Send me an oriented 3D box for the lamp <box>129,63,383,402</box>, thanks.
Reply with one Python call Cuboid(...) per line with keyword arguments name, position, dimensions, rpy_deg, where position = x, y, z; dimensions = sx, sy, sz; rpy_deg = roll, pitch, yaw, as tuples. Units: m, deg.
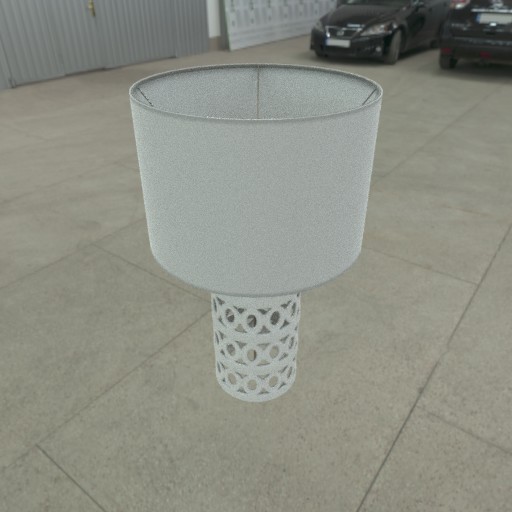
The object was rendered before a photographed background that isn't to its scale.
Cuboid(name="lamp", position=(0.000, 0.000, 0.684), dimensions=(0.310, 0.502, 0.310), rpy_deg=(0, 33, 0))
